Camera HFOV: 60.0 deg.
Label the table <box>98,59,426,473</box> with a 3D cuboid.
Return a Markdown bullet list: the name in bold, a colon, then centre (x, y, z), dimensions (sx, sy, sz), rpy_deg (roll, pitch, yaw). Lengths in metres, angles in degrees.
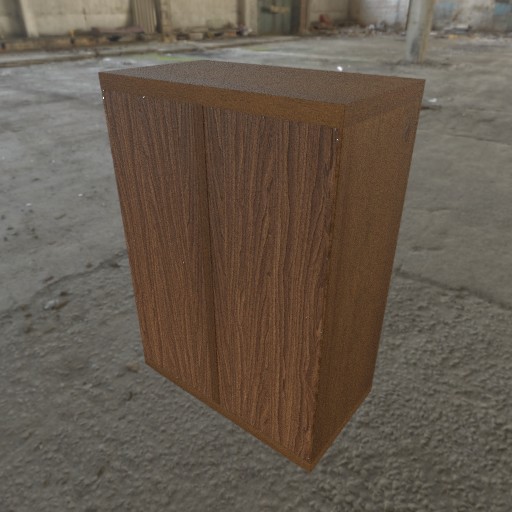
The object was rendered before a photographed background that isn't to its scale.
- **table**: centre (0.000, 0.000, 1.699), dimensions (0.901, 1.294, 0.524), rpy_deg (21, 36, 33)
